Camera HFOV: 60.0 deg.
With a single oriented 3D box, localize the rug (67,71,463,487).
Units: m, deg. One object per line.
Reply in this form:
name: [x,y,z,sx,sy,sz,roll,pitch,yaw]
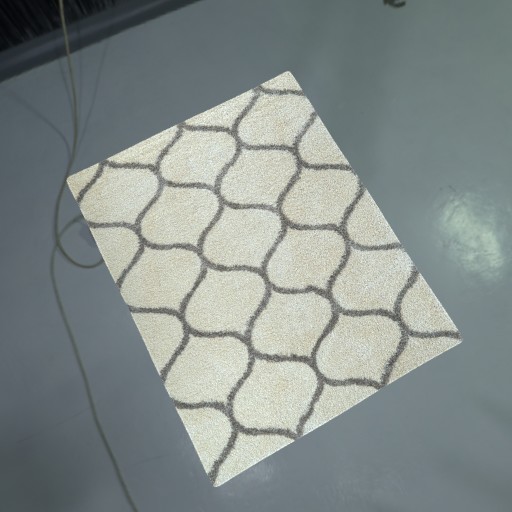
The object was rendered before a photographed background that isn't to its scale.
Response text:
rug: [0.000,0.000,3.946,2.399,0.026,3.000,-28,78,-7]
